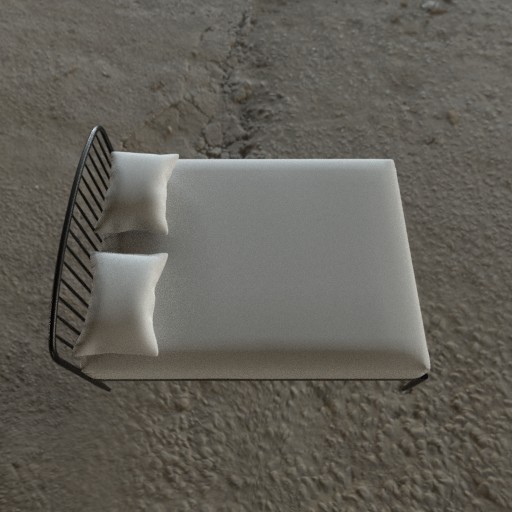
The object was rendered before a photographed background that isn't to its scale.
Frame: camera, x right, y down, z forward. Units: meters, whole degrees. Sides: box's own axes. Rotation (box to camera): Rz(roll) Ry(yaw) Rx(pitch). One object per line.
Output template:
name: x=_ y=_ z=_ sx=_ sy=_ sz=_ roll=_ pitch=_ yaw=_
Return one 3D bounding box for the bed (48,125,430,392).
bed: x=0.000 y=0.000 z=3.024 sx=2.159 sy=1.166 sz=1.618 roll=0 pitch=63 yaw=0
